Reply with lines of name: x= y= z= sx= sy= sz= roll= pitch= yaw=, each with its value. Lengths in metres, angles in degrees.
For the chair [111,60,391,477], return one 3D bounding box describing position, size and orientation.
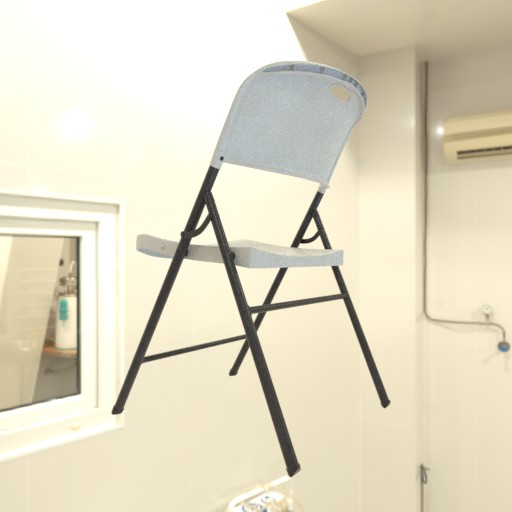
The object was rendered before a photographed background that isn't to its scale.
chair: x=0.000 y=0.000 z=1.162 sx=0.566 sy=0.810 sz=0.494 roll=0 pitch=0 yaw=37
